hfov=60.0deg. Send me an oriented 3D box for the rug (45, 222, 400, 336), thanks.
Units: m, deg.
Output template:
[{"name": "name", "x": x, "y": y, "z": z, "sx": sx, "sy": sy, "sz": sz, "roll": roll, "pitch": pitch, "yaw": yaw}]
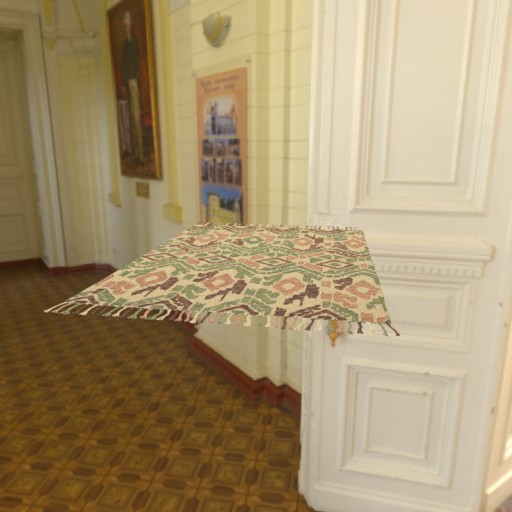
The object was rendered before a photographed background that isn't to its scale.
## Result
[{"name": "rug", "x": 0.000, "y": 0.000, "z": 2.337, "sx": 1.219, "sy": 0.010, "sz": 1.829, "roll": 2, "pitch": 15, "yaw": 9}]
